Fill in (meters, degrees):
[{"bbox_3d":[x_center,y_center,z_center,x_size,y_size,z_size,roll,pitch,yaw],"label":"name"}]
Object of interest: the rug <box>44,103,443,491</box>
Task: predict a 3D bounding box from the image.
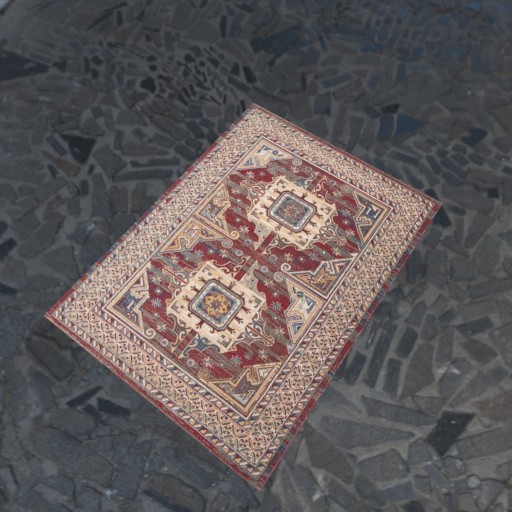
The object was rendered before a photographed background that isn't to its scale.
[{"bbox_3d":[0.000,0.000,4.240,2.381,0.013,3.197,33,68,15],"label":"rug"}]
